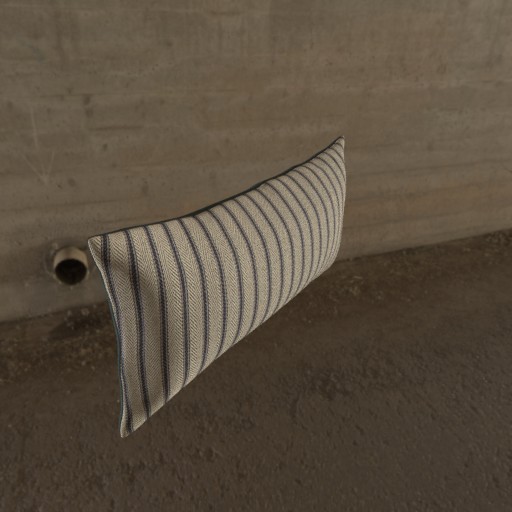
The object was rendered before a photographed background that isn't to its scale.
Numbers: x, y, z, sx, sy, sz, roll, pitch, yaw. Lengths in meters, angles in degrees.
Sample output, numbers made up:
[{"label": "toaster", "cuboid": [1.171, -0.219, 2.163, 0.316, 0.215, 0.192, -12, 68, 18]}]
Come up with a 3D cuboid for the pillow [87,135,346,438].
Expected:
[{"label": "pillow", "cuboid": [0.000, 0.000, 0.744, 0.151, 0.305, 0.609, 17, 31, 31]}]
